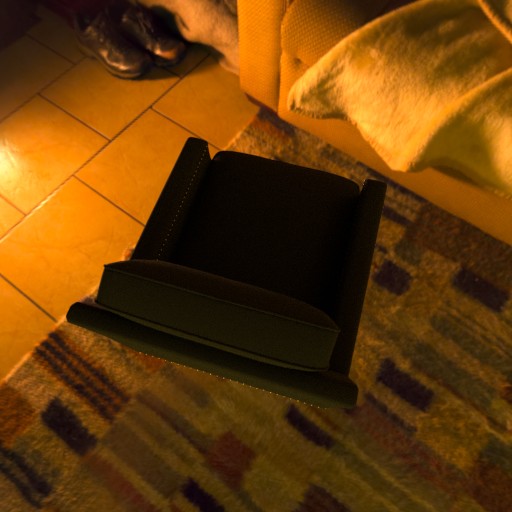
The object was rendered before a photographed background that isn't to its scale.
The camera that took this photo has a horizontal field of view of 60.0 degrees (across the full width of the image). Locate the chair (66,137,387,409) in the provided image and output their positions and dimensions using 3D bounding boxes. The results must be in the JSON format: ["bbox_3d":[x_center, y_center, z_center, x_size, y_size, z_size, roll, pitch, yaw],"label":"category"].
[{"bbox_3d":[0.000,0.000,1.717,0.853,0.943,1.014,15,65,7],"label":"chair"}]
